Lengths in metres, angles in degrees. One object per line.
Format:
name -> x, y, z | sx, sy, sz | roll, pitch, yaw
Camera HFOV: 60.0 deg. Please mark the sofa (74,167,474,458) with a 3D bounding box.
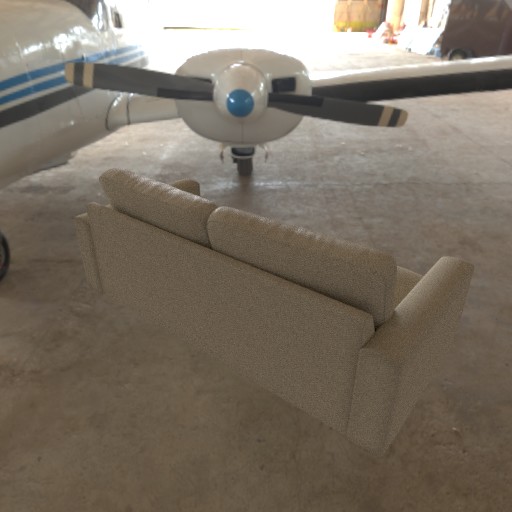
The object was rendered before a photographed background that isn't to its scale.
sofa -> 0.000, 0.000, 2.632 | 2.179, 0.873, 1.016 | 21, 35, 33
